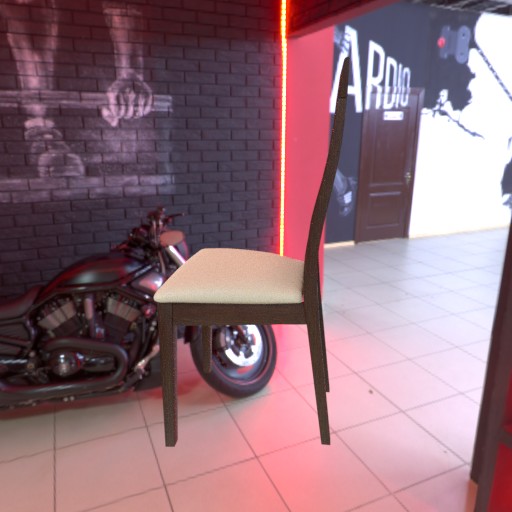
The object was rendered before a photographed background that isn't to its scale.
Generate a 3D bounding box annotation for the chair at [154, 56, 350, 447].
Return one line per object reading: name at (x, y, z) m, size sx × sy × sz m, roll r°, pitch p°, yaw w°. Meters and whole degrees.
chair at (0.000, 0.000, 1.302) m, size 0.474 × 1.027 × 0.460 m, roll 2°, pitch 16°, yaw 8°
